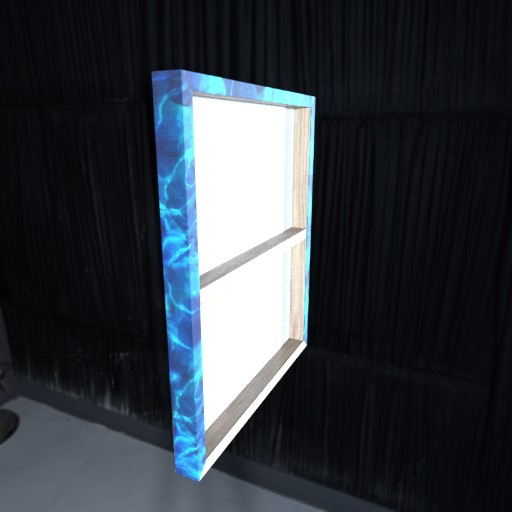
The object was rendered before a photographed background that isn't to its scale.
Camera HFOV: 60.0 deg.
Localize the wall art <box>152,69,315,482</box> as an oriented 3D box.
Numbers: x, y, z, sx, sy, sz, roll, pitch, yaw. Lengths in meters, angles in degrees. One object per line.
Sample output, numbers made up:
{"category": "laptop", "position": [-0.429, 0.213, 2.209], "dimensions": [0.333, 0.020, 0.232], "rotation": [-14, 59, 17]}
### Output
{"category": "wall art", "position": [0.000, 0.000, 0.713], "dimensions": [0.038, 0.508, 0.432], "rotation": [7, 17, 25]}
